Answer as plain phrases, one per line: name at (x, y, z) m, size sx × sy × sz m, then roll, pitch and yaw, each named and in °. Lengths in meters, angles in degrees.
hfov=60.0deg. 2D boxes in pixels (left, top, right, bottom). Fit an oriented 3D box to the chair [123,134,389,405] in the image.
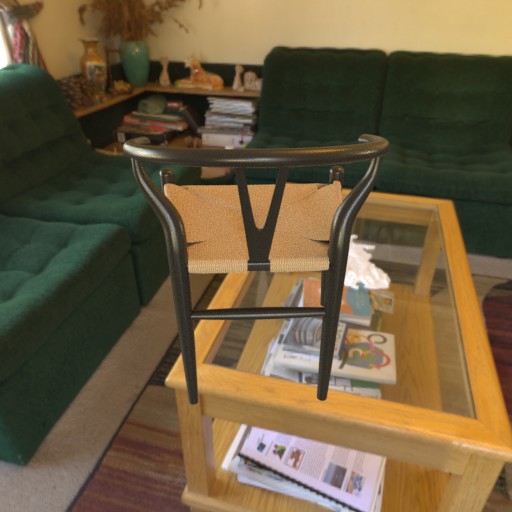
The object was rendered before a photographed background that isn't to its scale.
chair at (0.000, 0.000, 1.150) m, size 0.570 × 0.739 × 0.570 m, roll -1°, pitch 31°, yaw -2°
